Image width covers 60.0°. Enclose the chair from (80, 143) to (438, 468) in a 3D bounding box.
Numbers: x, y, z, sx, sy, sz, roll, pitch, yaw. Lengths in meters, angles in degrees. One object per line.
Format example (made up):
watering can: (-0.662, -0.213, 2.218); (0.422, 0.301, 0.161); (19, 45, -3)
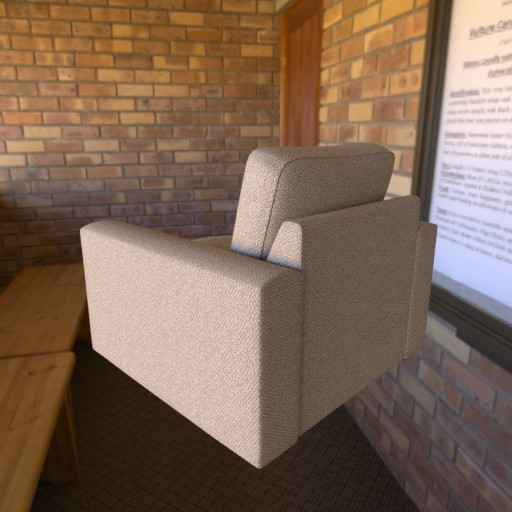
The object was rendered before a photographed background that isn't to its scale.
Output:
chair: (0.000, 0.000, 1.759); (1.016, 0.873, 1.005); (15, 22, 43)
